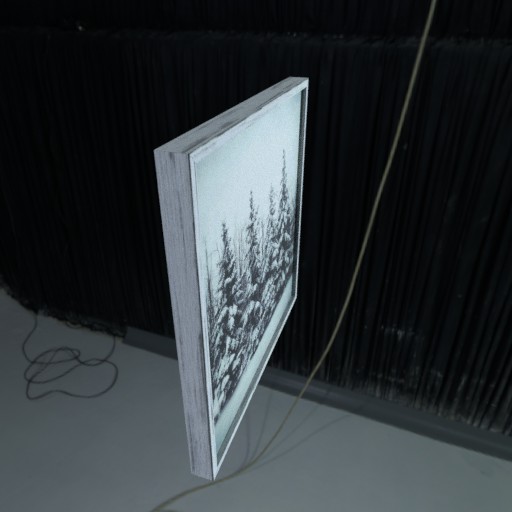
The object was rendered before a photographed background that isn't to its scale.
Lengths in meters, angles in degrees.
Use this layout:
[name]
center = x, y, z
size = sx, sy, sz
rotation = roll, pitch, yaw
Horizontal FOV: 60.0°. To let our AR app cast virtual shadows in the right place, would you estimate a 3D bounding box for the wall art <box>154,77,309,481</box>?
[wall art]
center = 0.000, 0.000, 0.759
size = 0.038, 0.506, 0.506
rotation = 10, 31, 16
